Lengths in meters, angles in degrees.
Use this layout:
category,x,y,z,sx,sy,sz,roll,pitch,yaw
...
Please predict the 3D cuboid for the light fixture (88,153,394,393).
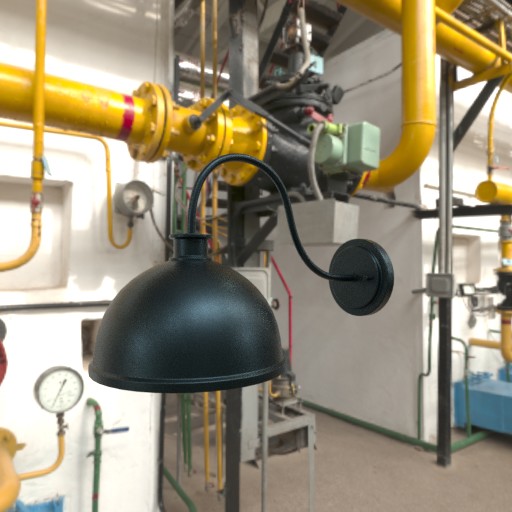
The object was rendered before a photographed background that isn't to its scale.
category,x,y,z,sx,sy,sz,roll,pitch,yaw
light fixture,0.000,0.000,0.652,0.467,0.295,0.253,1,-2,-36
